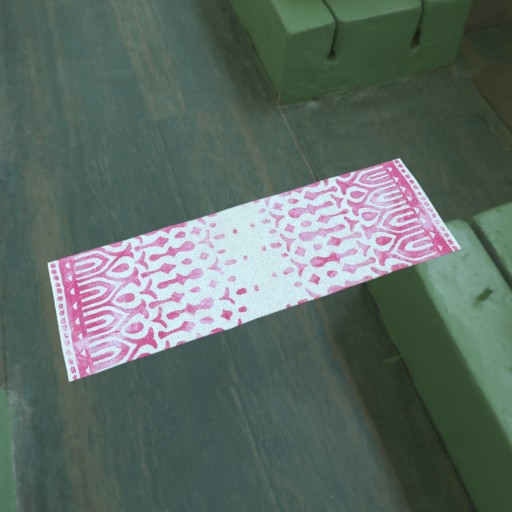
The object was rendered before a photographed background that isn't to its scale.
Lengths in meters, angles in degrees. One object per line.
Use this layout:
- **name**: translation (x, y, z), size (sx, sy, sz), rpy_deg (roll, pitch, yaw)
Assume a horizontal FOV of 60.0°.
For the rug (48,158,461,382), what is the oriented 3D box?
- **rug**: translation (0.000, 0.000, 2.758), size (2.458, 0.011, 0.787), rpy_deg (-18, 64, -9)
